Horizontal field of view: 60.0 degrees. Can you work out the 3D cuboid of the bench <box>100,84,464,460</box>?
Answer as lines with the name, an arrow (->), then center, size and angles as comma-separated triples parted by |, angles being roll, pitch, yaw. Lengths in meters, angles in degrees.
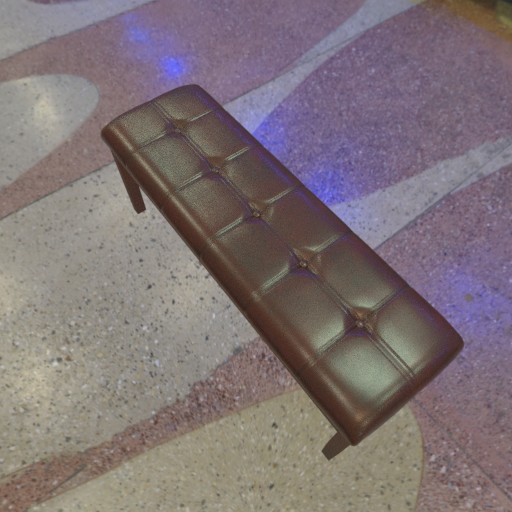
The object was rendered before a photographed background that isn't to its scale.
bench -> 0.000, 0.000, 1.477 | 0.401, 0.491, 1.259 | -33, 65, -18
